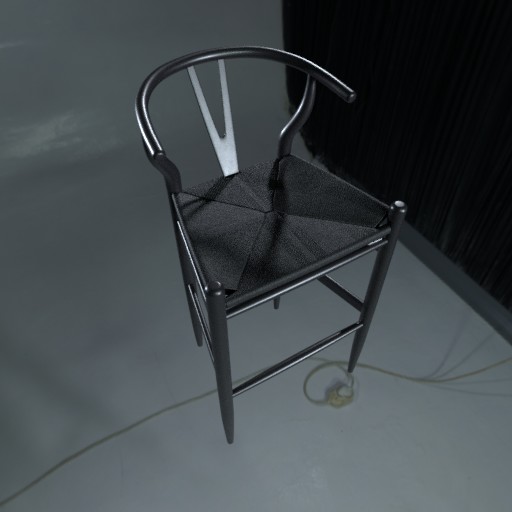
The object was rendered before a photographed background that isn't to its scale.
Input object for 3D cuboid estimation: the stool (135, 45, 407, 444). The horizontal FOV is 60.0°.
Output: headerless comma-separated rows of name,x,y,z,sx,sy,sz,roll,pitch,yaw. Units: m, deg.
stool,0.000,0.000,1.392,0.569,1.072,0.579,-23,50,-21
